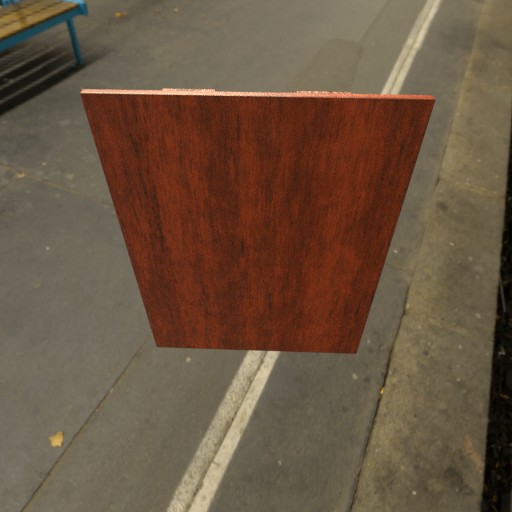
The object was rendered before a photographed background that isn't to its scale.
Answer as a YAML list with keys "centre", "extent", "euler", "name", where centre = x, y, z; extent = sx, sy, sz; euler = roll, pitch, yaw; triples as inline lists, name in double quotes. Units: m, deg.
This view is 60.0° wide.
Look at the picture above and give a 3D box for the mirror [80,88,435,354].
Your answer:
- centre: [0.000, 0.000, 1.046]
  extent: [0.600, 0.805, 0.021]
  euler: [2, 47, 2]
  name: "mirror"
